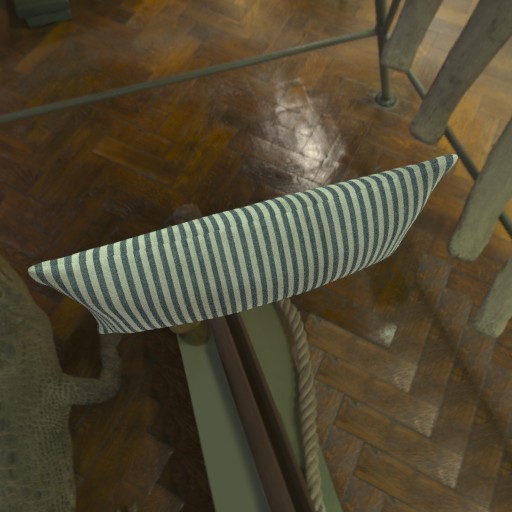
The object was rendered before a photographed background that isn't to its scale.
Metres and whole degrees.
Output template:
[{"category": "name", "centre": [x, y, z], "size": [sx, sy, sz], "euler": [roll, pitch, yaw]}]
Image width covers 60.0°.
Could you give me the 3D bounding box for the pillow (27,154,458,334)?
[{"category": "pillow", "centre": [0.000, 0.000, 0.736], "size": [0.617, 0.295, 0.151], "euler": [-16, 65, -7]}]
